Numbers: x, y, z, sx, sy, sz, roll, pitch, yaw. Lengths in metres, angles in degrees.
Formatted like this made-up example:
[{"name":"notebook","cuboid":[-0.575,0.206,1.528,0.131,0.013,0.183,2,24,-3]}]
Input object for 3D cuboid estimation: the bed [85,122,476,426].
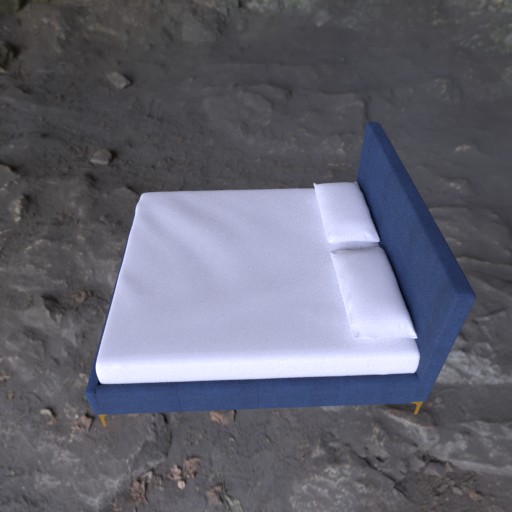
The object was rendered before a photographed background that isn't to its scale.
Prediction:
[{"name":"bed","cuboid":[0.000,0.000,3.444,2.232,1.231,2.096,-2,42,-2]}]
